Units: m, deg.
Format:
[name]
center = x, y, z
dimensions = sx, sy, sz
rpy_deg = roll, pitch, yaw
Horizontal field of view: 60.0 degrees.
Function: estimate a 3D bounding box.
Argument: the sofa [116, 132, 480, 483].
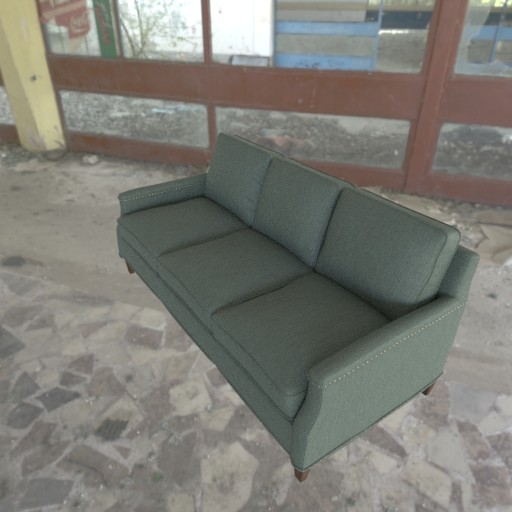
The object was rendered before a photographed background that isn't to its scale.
[sofa]
center = 0.000, 0.000, 2.744
dimensions = 1.084, 1.003, 2.246
rpy_deg = -19, 36, -29
